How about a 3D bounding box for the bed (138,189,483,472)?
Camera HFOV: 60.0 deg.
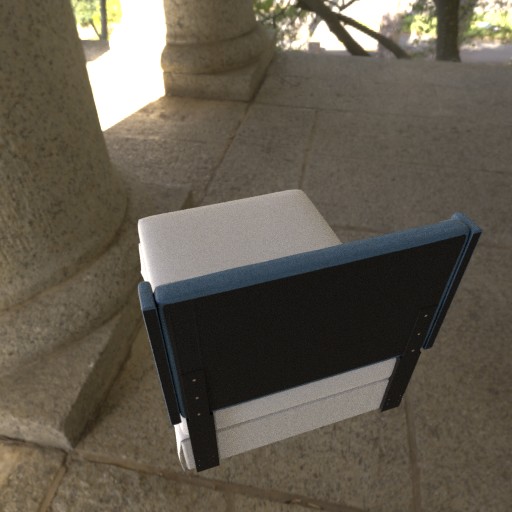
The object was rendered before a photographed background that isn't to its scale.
[{"bbox_3d":[0.000,0.000,3.290,1.719,1.665,2.078,-12,43,-14],"label":"bed"}]
